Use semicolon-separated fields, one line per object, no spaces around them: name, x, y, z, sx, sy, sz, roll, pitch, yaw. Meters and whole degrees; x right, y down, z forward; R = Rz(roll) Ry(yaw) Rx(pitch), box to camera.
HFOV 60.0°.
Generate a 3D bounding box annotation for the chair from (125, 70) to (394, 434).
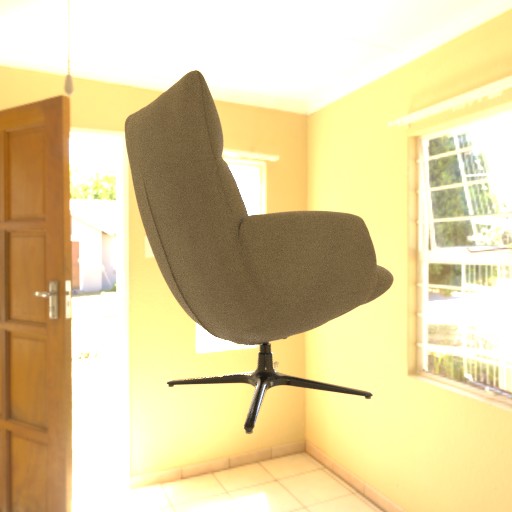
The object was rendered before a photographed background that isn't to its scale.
chair;0.000;0.000;1.624;0.889;1.016;0.711;0;1;-35
